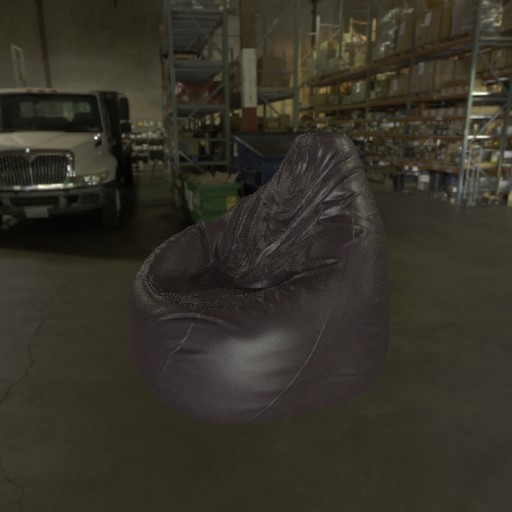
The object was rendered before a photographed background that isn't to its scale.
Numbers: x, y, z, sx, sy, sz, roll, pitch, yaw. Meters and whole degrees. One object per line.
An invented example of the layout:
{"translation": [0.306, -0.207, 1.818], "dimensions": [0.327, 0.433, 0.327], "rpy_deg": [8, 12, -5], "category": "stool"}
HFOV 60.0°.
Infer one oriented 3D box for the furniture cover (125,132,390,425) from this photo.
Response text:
{"translation": [0.000, 0.000, 1.839], "dimensions": [1.070, 0.990, 1.070], "rpy_deg": [-7, 18, -24], "category": "furniture cover"}
